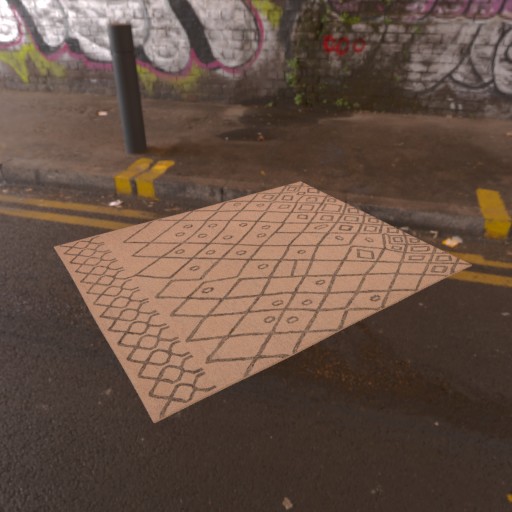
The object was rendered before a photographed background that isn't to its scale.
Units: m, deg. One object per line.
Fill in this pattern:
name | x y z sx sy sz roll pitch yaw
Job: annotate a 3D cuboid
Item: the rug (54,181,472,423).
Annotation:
rug | 0.000 0.000 4.124 3.046 0.015 2.446 -19 36 -29
